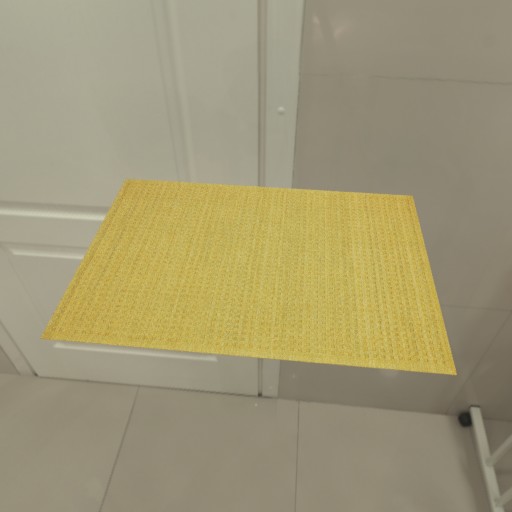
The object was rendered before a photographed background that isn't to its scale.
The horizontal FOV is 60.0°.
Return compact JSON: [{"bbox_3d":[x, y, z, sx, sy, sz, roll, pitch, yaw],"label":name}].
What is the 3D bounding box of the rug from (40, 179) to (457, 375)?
[{"bbox_3d":[0.000,0.000,3.764,2.895,0.006,1.981,4,45,4],"label":"rug"}]
